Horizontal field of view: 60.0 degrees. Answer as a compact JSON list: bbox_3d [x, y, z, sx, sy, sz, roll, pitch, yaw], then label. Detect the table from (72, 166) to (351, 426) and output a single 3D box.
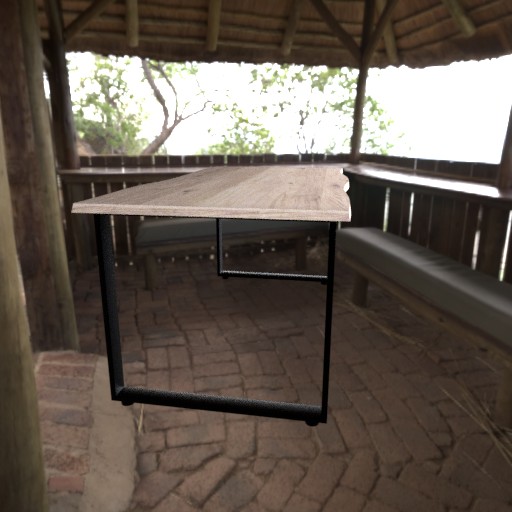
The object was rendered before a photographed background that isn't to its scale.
[{"bbox_3d":[0.000,0.000,2.275,0.900,0.780,1.800,3,15,10],"label":"table"}]
